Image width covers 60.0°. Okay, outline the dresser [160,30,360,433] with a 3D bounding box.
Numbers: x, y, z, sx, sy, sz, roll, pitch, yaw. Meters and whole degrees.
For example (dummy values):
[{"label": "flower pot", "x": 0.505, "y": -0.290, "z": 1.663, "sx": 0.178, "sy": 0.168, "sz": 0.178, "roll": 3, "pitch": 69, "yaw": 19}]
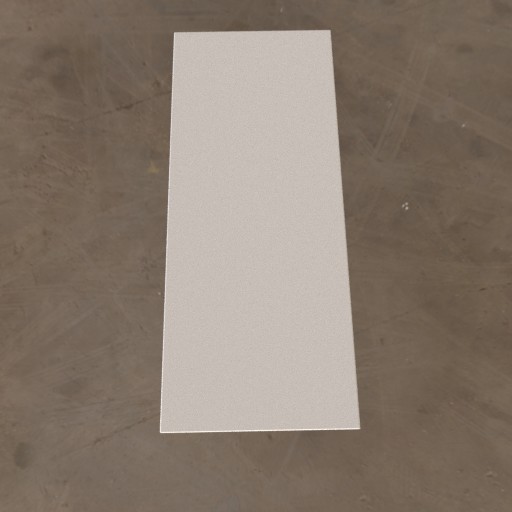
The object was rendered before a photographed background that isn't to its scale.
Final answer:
[{"label": "dresser", "x": 0.000, "y": 0.000, "z": 1.640, "sx": 0.460, "sy": 1.000, "sz": 1.100, "roll": -1, "pitch": 75, "yaw": 0}]
